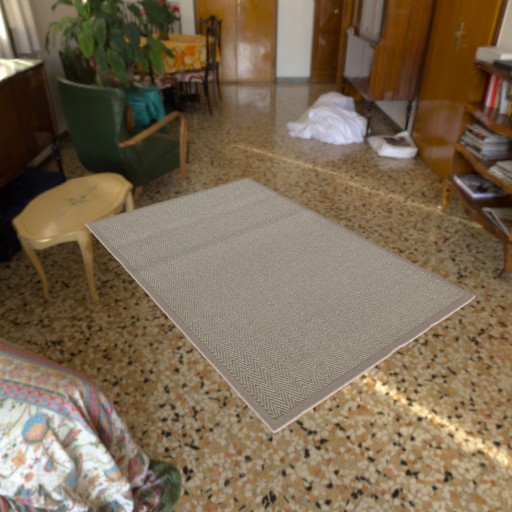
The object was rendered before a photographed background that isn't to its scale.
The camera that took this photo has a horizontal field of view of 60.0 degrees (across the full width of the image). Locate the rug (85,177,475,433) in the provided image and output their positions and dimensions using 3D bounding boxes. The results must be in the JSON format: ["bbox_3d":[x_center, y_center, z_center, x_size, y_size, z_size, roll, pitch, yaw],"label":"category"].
[{"bbox_3d":[0.000,0.000,3.000,1.540,0.021,2.290,-22,38,-31],"label":"rug"}]
